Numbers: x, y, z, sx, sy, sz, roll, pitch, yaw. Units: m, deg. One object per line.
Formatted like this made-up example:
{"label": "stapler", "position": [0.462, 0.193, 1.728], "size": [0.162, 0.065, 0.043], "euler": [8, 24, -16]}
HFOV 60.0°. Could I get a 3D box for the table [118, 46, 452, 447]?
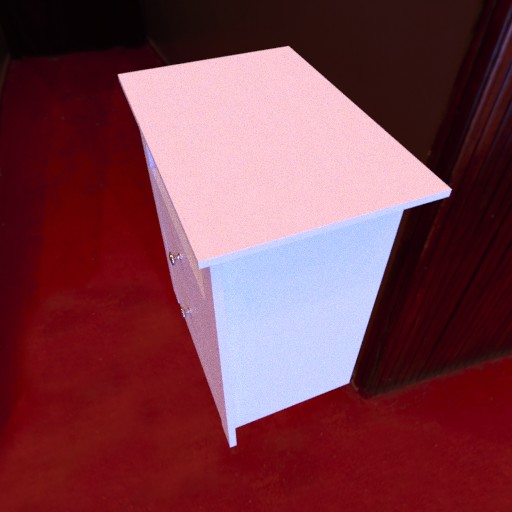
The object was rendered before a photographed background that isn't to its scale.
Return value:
{"label": "table", "position": [0.000, 0.000, 1.070], "size": [0.406, 0.711, 0.589], "euler": [-16, 49, -15]}
